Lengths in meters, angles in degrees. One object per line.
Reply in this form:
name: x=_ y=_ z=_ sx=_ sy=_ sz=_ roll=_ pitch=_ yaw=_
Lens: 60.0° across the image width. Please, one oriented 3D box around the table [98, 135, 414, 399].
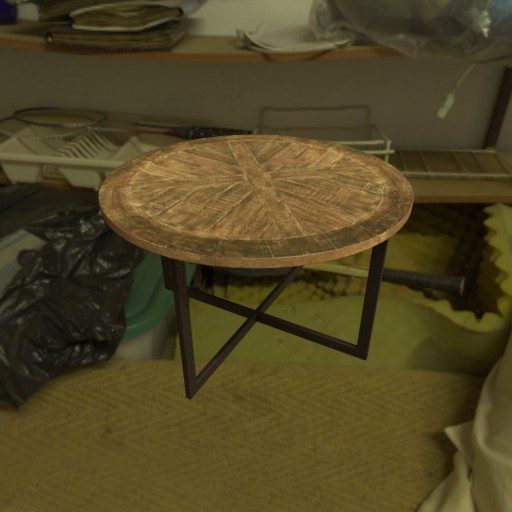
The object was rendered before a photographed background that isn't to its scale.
table: x=0.000 y=0.000 z=2.055 sx=1.264 sy=0.762 sz=1.264 roll=0 pitch=32 yaw=0
